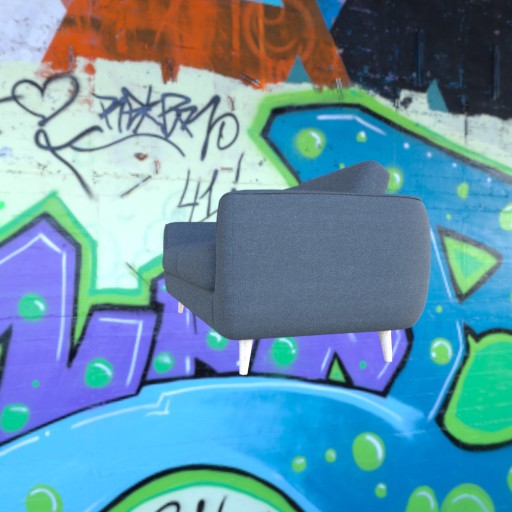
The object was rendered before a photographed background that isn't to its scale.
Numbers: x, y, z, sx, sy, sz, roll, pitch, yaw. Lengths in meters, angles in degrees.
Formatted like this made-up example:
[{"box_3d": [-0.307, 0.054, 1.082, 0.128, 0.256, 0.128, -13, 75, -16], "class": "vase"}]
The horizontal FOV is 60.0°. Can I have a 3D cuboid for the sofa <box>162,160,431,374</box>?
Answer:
[{"box_3d": [0.000, 0.000, 2.532, 0.920, 0.850, 2.000, 0, 1, -18], "class": "sofa"}]
